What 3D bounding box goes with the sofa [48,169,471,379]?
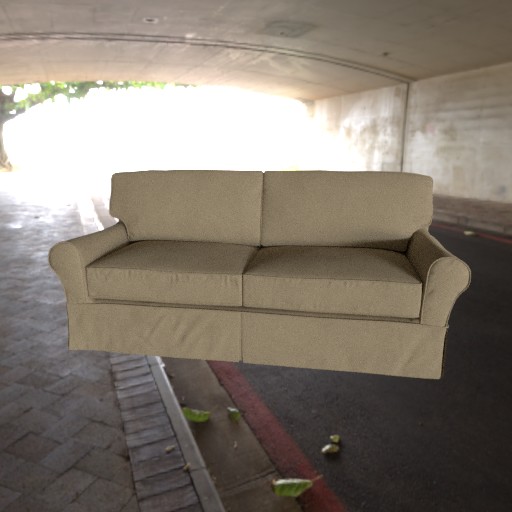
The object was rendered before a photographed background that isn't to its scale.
[{"bbox_3d":[0.000,0.000,2.719,2.246,1.014,0.900,2,14,10],"label":"sofa"}]
